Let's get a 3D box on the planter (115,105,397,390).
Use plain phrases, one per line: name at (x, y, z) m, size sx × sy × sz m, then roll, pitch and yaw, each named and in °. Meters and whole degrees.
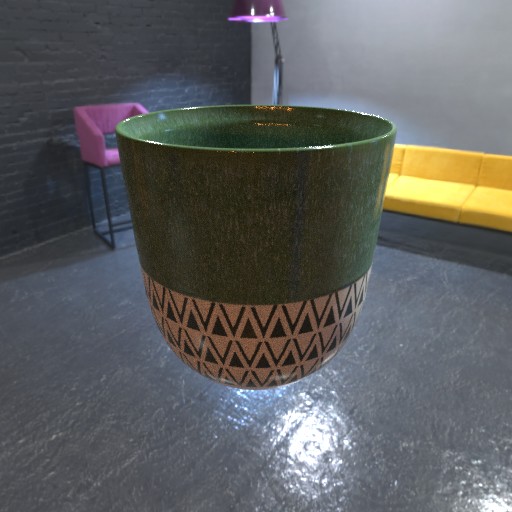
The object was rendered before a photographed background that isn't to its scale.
planter at (0.000, 0.000, 0.363) m, size 0.195 × 0.214 × 0.195 m, roll 0°, pitch 25°, yaw 0°
